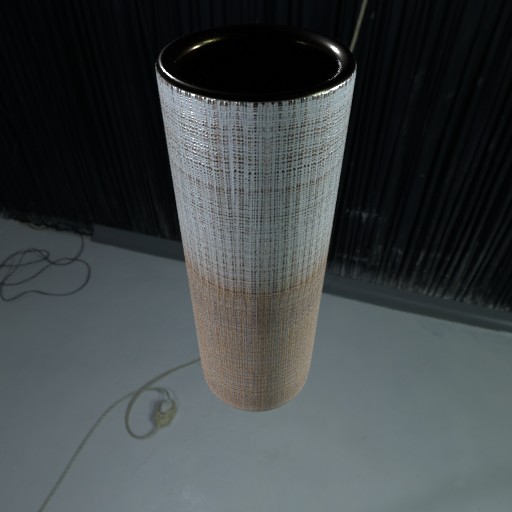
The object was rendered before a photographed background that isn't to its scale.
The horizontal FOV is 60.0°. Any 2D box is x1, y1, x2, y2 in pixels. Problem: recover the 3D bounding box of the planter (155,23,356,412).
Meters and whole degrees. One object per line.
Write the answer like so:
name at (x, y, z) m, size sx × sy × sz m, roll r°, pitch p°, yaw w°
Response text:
planter at (0.000, 0.000, 0.315) m, size 0.099 × 0.278 × 0.099 m, roll 10°, pitch 45°, yaw 10°
